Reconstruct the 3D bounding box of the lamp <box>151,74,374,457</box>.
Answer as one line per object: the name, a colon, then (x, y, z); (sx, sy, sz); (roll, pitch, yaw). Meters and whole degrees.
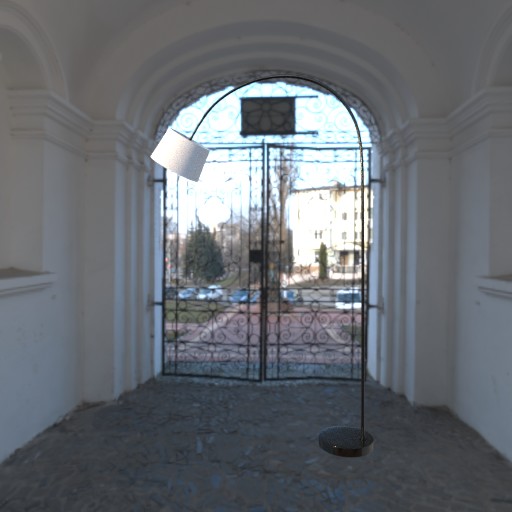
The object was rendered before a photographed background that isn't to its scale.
lamp: (0.000, 0.000, 2.633); (1.363, 2.104, 0.331); (0, 1, 19)
